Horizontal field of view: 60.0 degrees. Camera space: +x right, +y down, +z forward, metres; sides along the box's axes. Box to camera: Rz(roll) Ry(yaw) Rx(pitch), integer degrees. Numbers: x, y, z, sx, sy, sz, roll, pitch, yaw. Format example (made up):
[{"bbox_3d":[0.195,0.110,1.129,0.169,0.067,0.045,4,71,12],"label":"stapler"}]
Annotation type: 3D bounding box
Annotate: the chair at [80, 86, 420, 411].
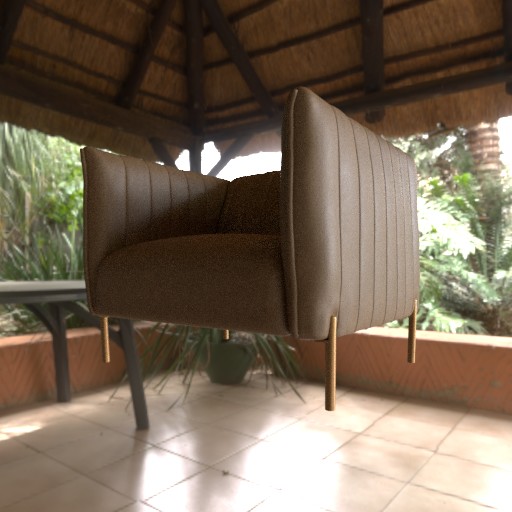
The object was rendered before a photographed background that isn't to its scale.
[{"bbox_3d":[0.000,0.000,1.612,0.981,0.779,0.876,-1,-2,37],"label":"chair"}]
